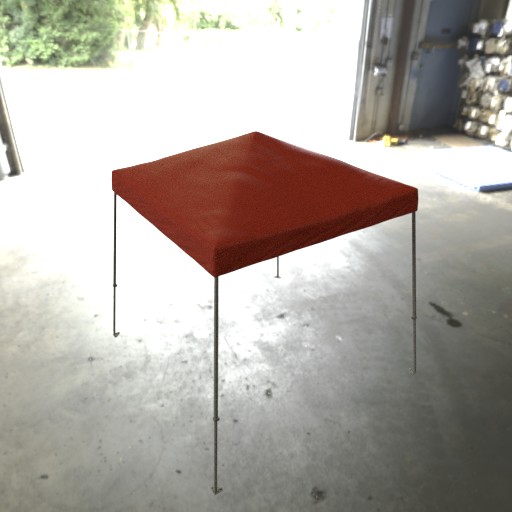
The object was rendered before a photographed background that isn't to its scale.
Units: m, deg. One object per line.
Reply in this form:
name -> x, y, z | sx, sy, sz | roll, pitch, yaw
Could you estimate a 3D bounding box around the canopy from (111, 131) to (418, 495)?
canopy -> 0.000, 0.000, 5.130 | 2.849, 2.850, 2.850 | -18, 33, -30
